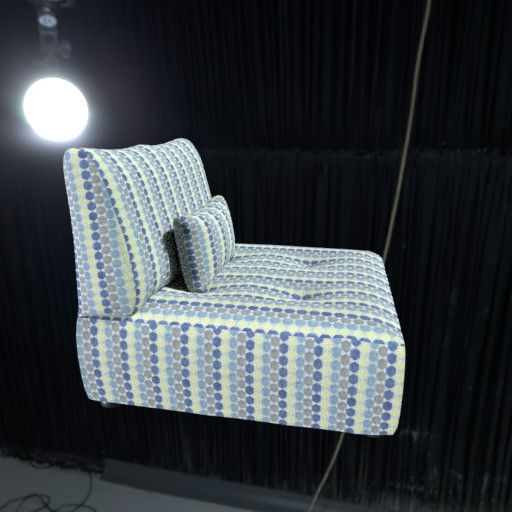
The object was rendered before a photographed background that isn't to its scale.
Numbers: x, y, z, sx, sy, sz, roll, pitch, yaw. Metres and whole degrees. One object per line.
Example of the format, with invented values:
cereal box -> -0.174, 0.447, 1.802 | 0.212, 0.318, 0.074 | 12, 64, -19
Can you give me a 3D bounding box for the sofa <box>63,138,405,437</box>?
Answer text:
sofa -> 0.000, 0.000, 1.675 | 1.000, 0.830, 0.930 | 3, 17, 11
